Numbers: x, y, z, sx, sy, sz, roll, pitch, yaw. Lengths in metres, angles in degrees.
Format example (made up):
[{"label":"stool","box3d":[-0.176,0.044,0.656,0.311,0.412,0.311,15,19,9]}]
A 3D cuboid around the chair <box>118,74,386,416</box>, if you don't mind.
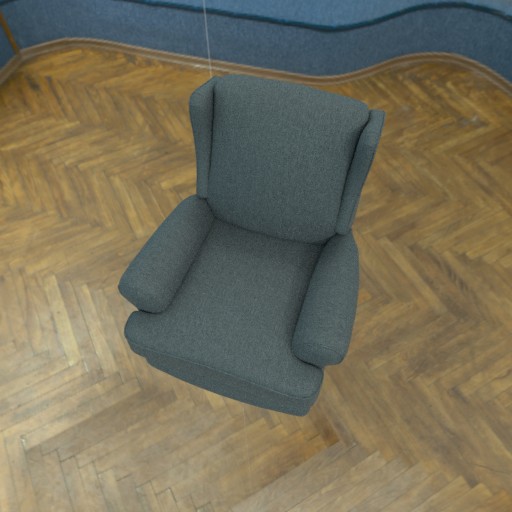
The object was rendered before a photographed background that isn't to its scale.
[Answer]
[{"label":"chair","box3d":[0.000,0.000,1.753,0.847,1.011,0.969,16,59,10]}]
